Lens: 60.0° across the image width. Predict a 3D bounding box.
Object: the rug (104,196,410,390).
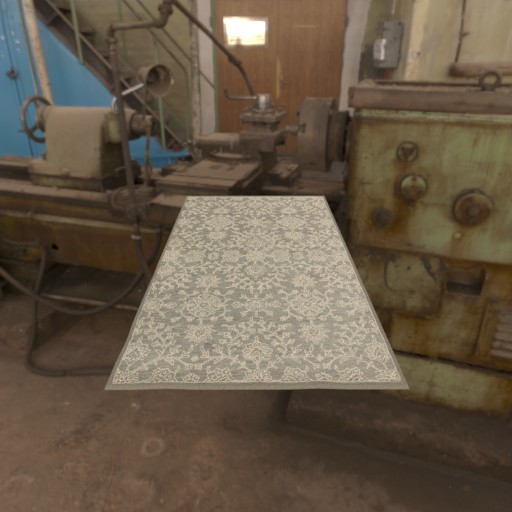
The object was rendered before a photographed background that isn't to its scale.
[{"bbox_3d":[0.000,0.000,3.609,1.546,0.011,3.048,0,26,0],"label":"rug"}]
